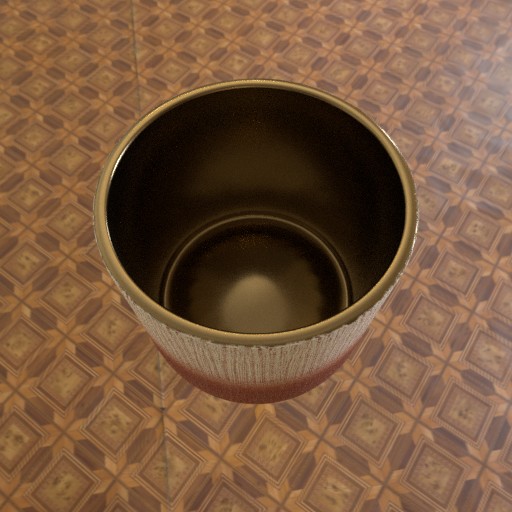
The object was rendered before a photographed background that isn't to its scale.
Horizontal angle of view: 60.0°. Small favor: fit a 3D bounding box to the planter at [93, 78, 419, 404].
[{"bbox_3d":[0.000,0.000,0.438,0.254,0.221,0.254,0,62,0],"label":"planter"}]
